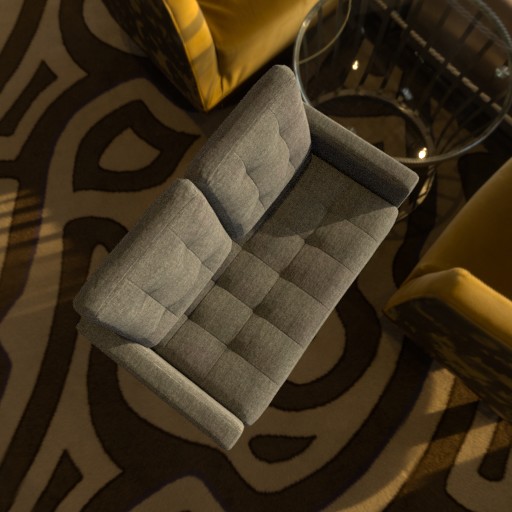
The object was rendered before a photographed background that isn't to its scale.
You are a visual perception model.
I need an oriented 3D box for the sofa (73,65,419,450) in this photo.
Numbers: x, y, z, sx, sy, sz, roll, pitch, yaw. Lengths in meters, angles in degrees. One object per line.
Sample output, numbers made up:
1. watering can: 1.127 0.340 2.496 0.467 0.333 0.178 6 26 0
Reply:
1. sofa: 0.000 0.000 1.972 0.842 0.907 1.407 36 78 9
